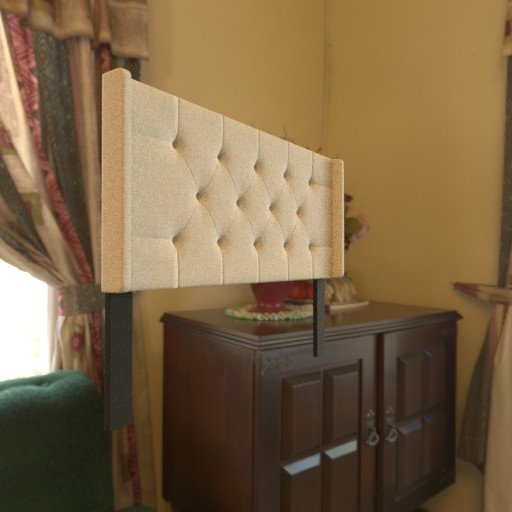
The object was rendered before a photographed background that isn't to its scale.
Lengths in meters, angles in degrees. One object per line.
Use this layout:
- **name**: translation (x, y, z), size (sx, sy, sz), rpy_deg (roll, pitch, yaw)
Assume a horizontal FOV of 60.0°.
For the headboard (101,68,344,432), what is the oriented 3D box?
- **headboard**: translation (0.000, 0.000, 2.658), size (0.184, 1.524, 2.051), rpy_deg (0, -1, 36)
